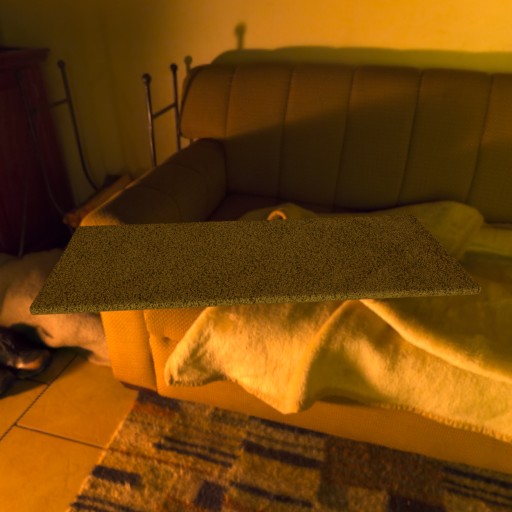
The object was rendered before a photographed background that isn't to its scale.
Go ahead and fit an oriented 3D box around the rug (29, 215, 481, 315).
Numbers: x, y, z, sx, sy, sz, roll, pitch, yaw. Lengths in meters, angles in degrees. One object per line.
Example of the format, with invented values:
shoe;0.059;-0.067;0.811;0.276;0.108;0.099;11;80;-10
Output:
rug;0.000;0.000;1.744;1.524;0.030;0.609;-2;30;-4
